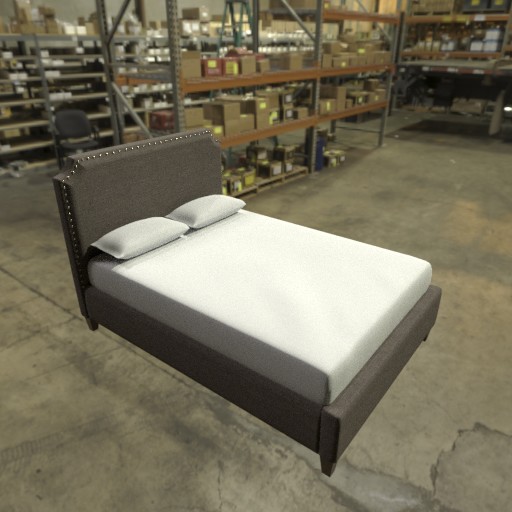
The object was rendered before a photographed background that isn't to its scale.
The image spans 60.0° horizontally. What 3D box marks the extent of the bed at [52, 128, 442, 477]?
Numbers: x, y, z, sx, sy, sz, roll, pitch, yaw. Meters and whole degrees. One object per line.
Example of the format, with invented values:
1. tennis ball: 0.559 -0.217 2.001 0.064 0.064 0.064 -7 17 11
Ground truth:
1. bed: 0.000 0.000 3.385 2.381 1.457 1.713 19 32 33
